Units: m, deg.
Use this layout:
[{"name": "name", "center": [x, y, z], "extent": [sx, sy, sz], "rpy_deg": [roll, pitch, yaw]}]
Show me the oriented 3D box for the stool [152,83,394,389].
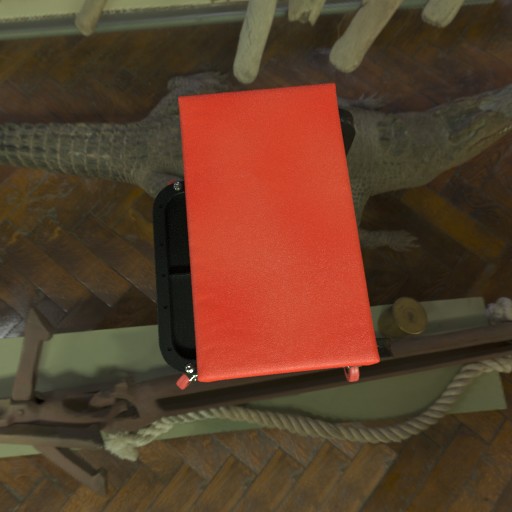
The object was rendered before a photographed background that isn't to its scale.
[{"name": "stool", "center": [0.000, 0.000, 0.729], "extent": [0.371, 0.380, 0.446], "rpy_deg": [-6, 77, -1]}]
